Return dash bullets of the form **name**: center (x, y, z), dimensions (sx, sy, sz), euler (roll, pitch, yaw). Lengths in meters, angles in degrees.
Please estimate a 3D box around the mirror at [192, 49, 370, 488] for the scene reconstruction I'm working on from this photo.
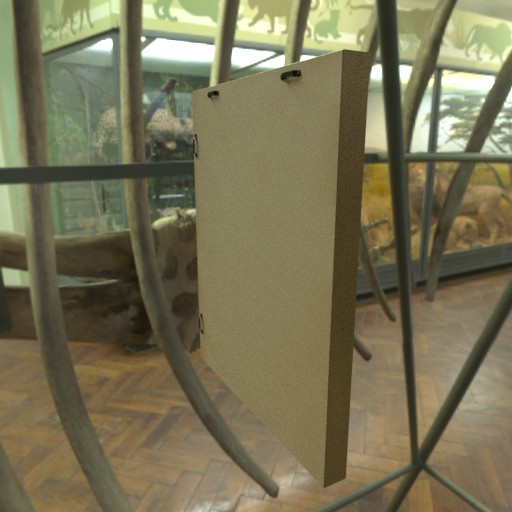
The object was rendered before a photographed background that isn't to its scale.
- **mirror**: center (0.000, 0.000, 0.672), dimensions (0.041, 0.508, 0.405), euler (-8, 16, -28)
